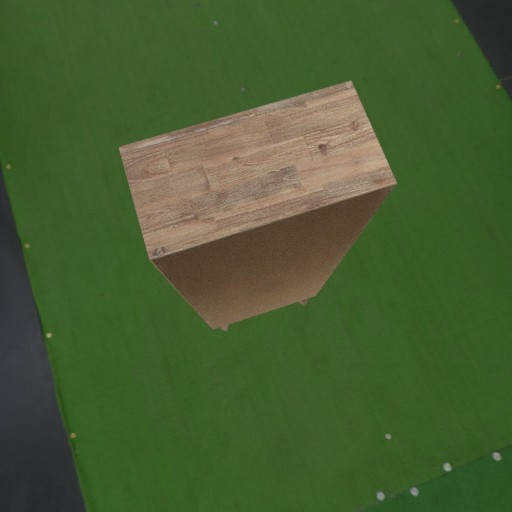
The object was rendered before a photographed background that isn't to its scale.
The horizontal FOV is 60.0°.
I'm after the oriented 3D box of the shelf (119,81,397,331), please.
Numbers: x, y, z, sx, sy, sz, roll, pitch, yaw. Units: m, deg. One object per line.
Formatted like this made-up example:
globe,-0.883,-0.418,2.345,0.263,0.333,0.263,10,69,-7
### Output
shelf,0.000,0.000,1.509,0.491,1.342,0.267,-17,75,-5
